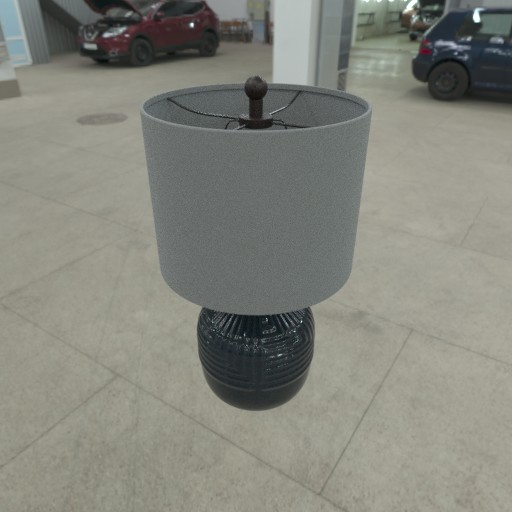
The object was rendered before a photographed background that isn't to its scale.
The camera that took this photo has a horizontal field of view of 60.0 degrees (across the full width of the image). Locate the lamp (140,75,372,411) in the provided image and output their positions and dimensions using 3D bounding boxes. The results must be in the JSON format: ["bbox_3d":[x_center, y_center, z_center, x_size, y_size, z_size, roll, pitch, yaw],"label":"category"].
[{"bbox_3d":[0.000,0.000,0.745,0.318,0.567,0.318,0,30,0],"label":"lamp"}]
